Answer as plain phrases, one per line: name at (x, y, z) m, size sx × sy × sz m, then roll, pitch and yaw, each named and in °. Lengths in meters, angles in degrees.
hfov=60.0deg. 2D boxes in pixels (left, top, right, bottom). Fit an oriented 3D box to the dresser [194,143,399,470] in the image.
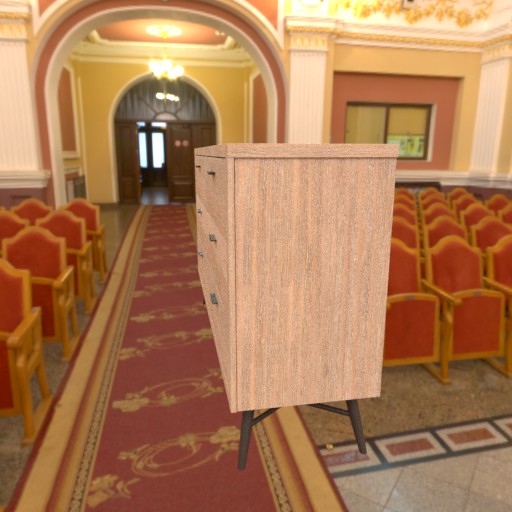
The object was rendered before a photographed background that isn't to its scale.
dresser at (0.000, 0.000, 1.920) m, size 0.457 × 0.914 × 1.524 m, roll -2°, pitch 13°, yaw -10°
